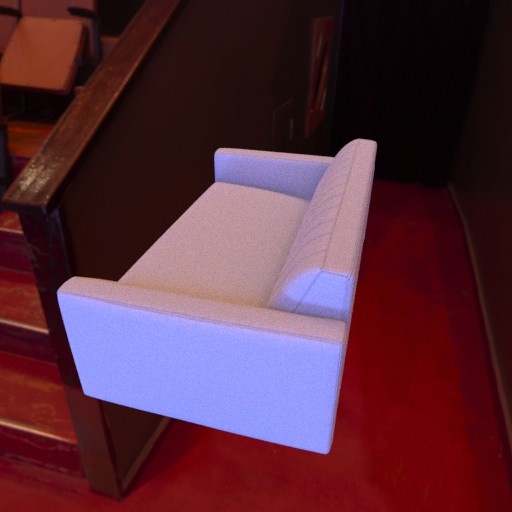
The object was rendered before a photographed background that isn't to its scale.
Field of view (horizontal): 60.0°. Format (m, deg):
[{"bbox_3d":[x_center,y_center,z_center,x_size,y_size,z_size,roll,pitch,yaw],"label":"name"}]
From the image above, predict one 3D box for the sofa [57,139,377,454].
[{"bbox_3d":[0.000,0.000,2.083,0.950,0.801,1.585,8,32,14],"label":"sofa"}]
